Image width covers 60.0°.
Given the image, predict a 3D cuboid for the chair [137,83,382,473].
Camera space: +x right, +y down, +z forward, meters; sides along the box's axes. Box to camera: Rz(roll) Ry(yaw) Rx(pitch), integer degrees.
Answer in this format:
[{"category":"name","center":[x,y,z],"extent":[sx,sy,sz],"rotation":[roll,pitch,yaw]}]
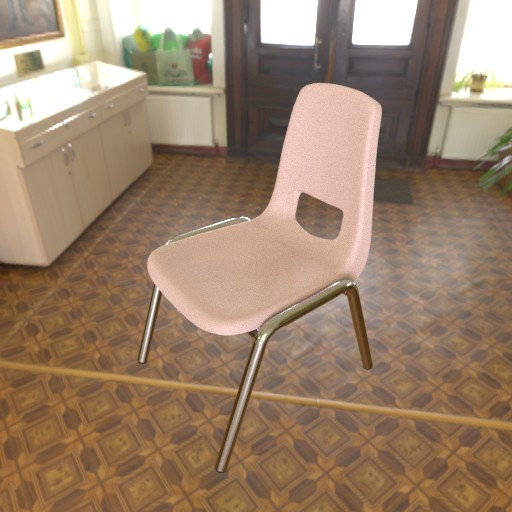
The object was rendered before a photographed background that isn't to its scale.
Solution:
[{"category":"chair","center":[0.000,0.000,0.857],"extent":[0.423,0.586,0.354],"rotation":[-21,37,-31]}]
